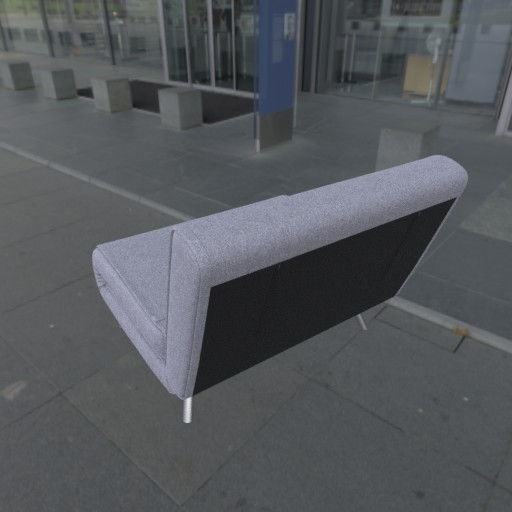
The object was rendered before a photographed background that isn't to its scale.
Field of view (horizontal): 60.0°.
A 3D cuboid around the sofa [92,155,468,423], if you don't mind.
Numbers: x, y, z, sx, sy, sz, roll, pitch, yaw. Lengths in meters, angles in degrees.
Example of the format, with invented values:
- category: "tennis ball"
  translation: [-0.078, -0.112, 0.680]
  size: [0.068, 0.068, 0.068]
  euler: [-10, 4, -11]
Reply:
- category: "sofa"
  translation: [0.000, 0.000, 1.719]
  size: [1.020, 0.825, 1.000]
  euler: [-19, 35, -30]
